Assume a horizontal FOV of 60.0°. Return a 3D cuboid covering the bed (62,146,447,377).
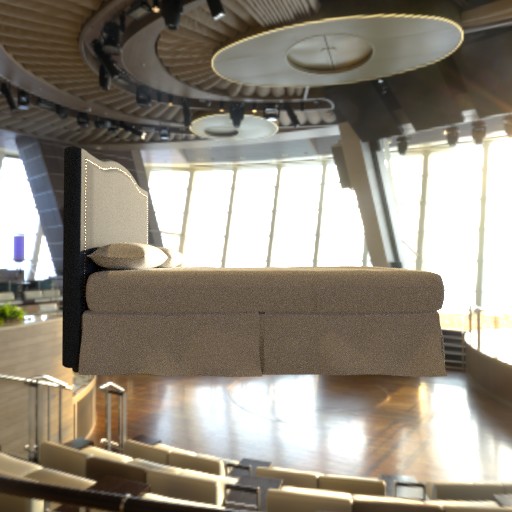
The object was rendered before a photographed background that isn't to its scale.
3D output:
[{"bbox_3d":[0.000,0.000,3.457,2.282,1.436,1.821,0,-1,0],"label":"bed"}]
